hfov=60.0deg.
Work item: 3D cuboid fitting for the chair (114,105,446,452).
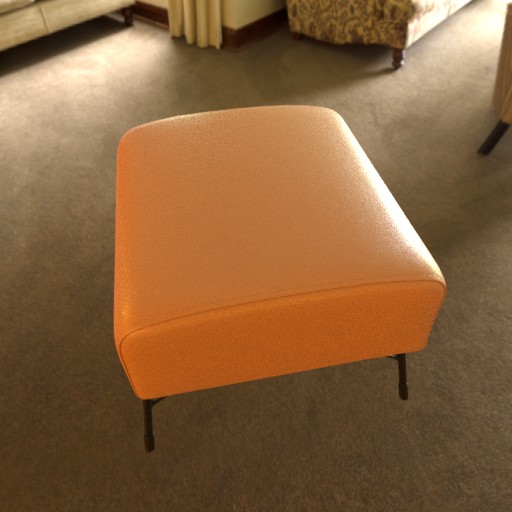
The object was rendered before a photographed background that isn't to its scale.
[{"bbox_3d":[0.000,0.000,0.891,0.530,0.410,0.530,-8,48,-8],"label":"chair"}]
